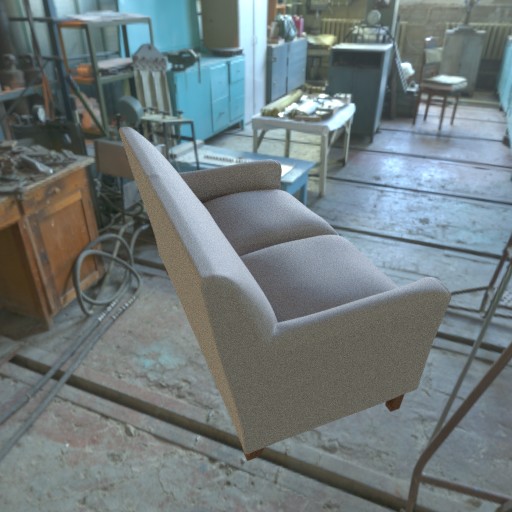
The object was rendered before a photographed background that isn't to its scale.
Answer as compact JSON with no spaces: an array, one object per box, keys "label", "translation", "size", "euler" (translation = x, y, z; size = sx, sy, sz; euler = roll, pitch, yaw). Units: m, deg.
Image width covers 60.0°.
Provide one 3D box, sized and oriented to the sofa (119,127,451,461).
[{"label":"sofa","translation":[0.000,0.000,2.000],"size":[0.888,0.890,1.482],"euler":[-12,33,-19]}]
